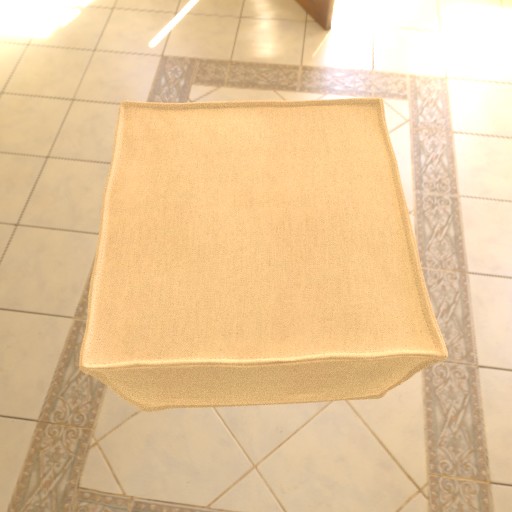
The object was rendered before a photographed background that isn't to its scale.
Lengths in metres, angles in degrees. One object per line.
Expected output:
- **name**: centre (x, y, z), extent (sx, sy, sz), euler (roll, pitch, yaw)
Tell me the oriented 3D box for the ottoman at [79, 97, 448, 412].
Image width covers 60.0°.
- **ottoman**: centre (0.000, 0.000, 1.142), extent (0.696, 0.470, 0.707), euler (-2, 62, -1)
